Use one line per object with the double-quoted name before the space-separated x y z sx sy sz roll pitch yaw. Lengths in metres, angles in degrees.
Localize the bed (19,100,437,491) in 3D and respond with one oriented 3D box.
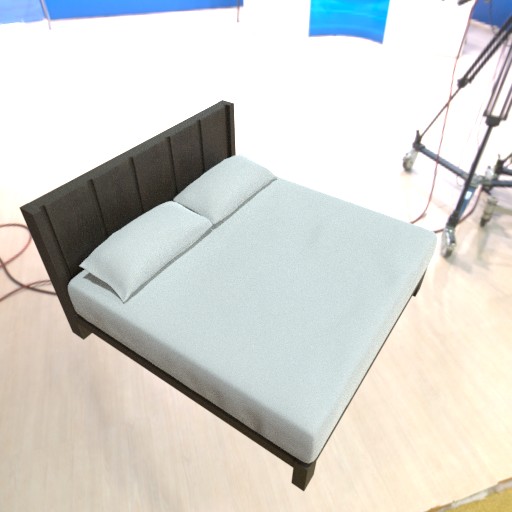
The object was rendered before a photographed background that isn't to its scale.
"bed" 0.000 0.000 3.453 2.238 1.261 2.143 24 47 25
